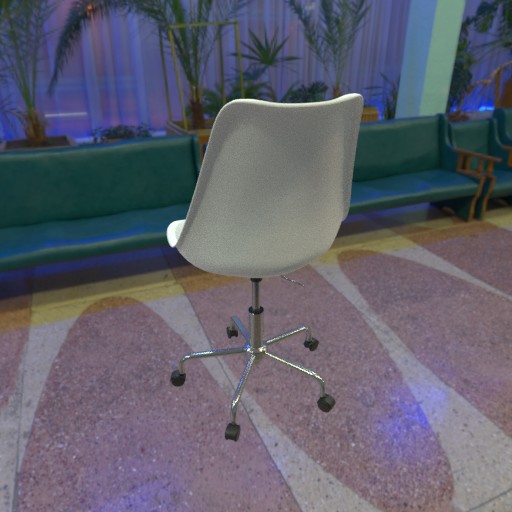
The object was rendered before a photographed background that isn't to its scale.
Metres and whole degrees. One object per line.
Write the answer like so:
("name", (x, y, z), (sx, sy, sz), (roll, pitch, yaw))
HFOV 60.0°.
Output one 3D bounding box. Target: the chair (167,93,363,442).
("chair", (0.000, 0.000, 1.281), (0.550, 0.930, 0.550), (-10, 28, -18))
